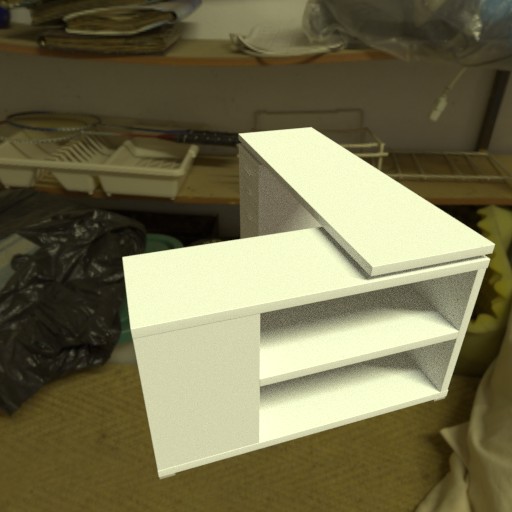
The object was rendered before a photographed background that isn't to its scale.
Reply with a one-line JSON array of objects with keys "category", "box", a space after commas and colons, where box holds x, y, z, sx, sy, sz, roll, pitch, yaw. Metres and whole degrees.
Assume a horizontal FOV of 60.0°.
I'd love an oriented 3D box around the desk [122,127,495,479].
[{"category": "desk", "box": [0.000, 0.000, 2.145, 1.200, 0.753, 1.524, -9, 32, -15]}]
